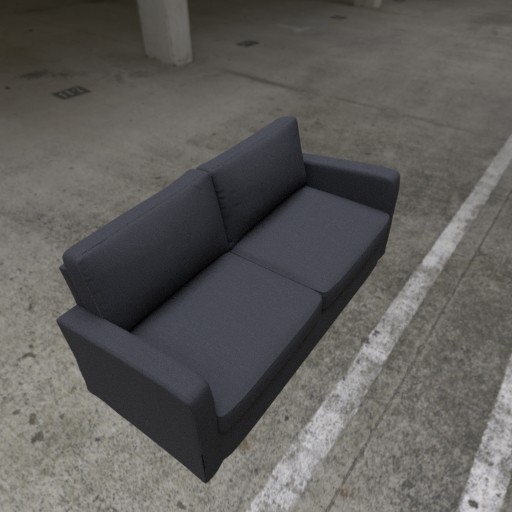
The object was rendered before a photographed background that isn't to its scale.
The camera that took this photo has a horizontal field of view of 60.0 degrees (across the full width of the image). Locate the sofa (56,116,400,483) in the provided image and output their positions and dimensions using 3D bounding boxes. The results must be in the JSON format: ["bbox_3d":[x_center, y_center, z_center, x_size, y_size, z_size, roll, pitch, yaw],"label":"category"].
[{"bbox_3d":[0.000,0.000,2.331,0.898,0.839,1.852,25,47,26],"label":"sofa"}]
